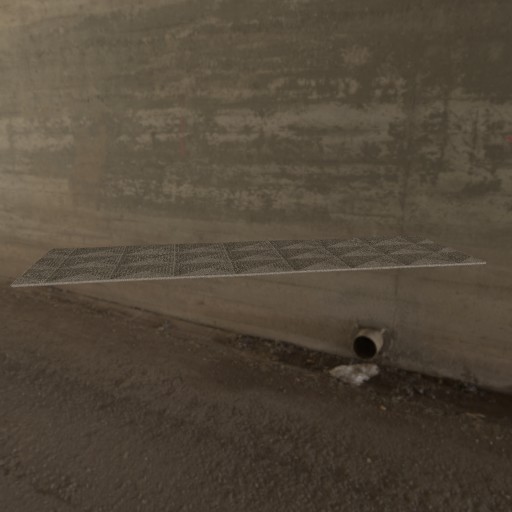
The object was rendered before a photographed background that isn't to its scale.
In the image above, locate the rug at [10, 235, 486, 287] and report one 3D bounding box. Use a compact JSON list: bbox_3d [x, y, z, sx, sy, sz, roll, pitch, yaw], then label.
[{"bbox_3d":[0.000,0.000,2.304,2.182,0.015,0.645,-2,15,-9],"label":"rug"}]
